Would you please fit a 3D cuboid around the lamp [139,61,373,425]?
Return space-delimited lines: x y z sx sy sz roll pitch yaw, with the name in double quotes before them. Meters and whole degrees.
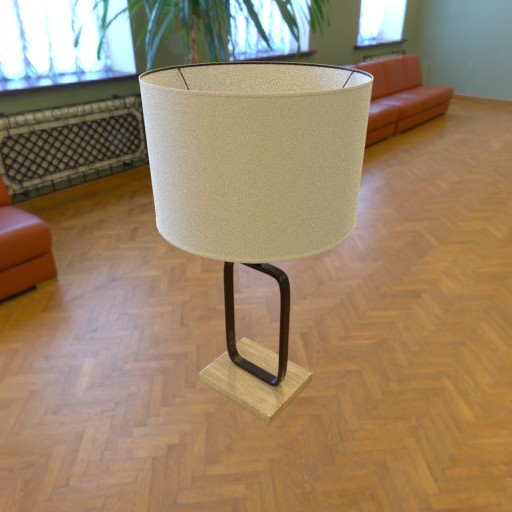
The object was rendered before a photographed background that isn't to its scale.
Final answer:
"lamp" 0.000 0.000 0.664 0.279 0.508 0.279 21 36 33
